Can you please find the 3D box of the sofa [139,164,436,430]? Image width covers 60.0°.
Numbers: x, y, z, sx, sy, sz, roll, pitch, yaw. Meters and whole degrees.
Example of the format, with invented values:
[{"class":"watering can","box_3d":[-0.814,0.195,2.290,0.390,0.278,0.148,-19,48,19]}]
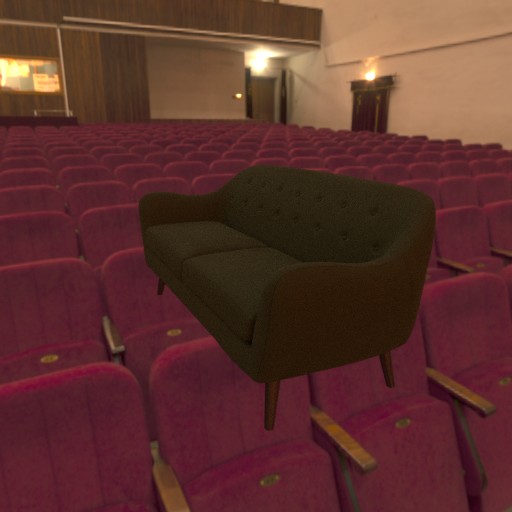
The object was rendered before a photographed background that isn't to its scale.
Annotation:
[{"class":"sofa","box_3d":[0.000,0.000,2.305,0.820,0.836,1.840,-8,18,-26]}]
